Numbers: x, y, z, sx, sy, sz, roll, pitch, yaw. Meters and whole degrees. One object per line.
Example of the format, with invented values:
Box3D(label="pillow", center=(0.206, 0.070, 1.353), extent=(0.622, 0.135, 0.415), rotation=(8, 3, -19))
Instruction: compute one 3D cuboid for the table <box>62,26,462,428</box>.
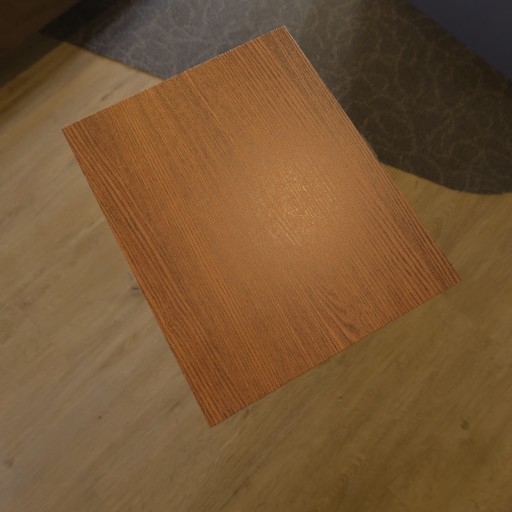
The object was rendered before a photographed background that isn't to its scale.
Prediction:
Box3D(label="table", center=(0.000, 0.000, 0.927), extent=(0.400, 0.610, 0.482), rotation=(-28, 76, -8))
